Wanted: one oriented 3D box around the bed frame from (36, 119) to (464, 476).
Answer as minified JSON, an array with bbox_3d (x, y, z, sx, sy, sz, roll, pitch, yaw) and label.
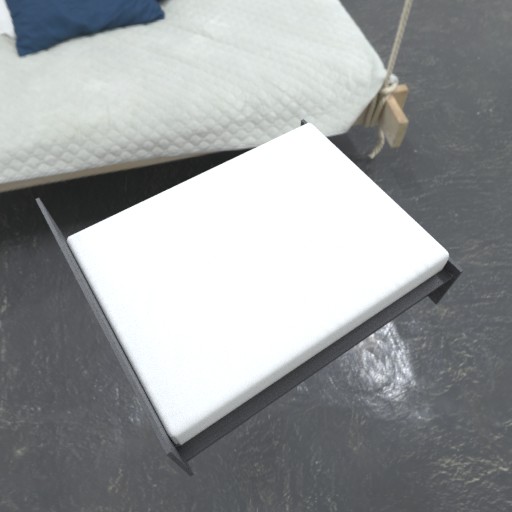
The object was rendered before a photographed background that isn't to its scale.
[{"bbox_3d":[0.000,0.000,2.808,1.960,0.800,1.622,-29,62,-17],"label":"bed frame"}]
